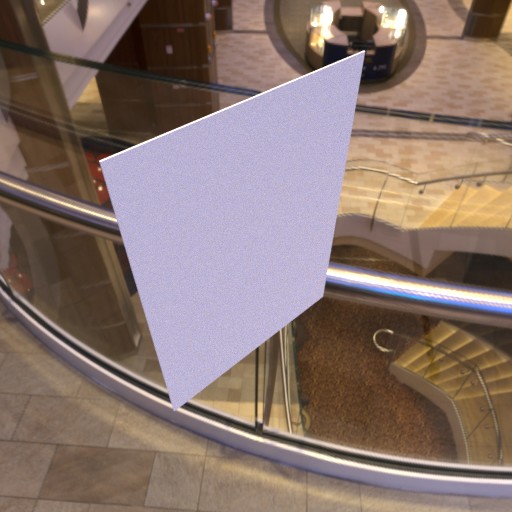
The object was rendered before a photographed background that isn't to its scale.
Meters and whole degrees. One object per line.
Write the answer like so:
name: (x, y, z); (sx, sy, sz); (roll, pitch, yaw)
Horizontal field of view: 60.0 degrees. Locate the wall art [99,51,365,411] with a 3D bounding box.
wall art: (0.000, 0.000, 0.808); (0.457, 0.610, 0.003); (-33, 54, -28)
